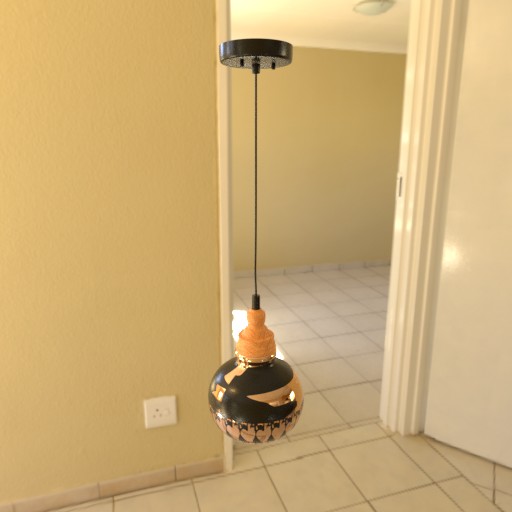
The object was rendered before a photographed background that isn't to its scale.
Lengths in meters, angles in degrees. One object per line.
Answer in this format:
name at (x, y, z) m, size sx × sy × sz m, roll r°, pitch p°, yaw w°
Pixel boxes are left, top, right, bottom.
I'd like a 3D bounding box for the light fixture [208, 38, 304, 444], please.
light fixture at (0.000, 0.000, 1.847) m, size 0.430 × 1.606 × 0.430 m, roll -7°, pitch 16°, yaw -26°
